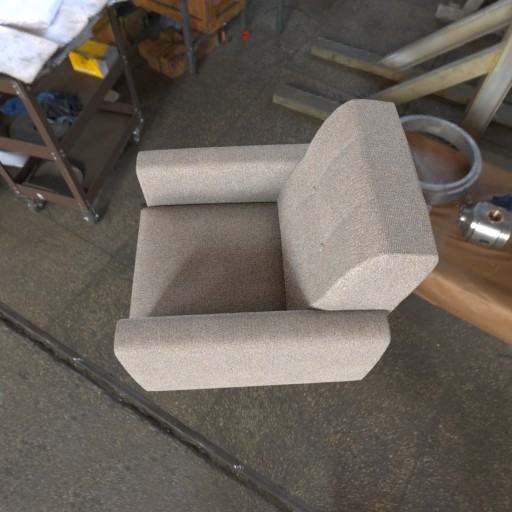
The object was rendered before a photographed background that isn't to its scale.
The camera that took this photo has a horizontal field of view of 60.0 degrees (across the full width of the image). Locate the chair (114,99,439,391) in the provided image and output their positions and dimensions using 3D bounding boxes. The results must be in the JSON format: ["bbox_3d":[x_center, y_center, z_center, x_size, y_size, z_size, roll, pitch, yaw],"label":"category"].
[{"bbox_3d":[0.000,0.000,1.671,0.942,0.968,0.845,-2,60,-1],"label":"chair"}]
